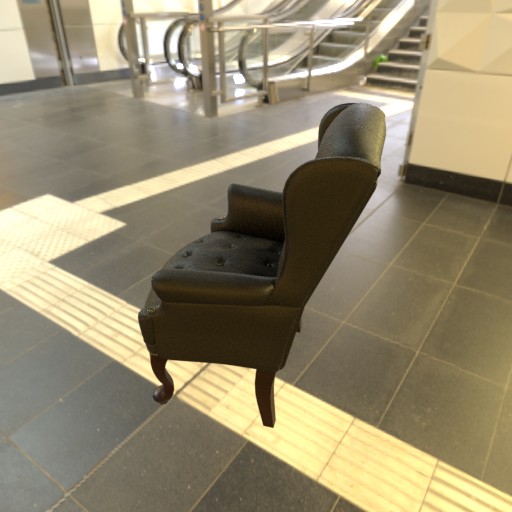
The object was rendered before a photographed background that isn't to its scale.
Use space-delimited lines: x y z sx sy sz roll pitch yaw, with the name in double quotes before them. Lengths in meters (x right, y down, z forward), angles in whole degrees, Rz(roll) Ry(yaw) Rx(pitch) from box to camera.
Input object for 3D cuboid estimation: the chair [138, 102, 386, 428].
"chair" 0.000 0.000 1.696 0.822 1.133 0.831 8 32 13
